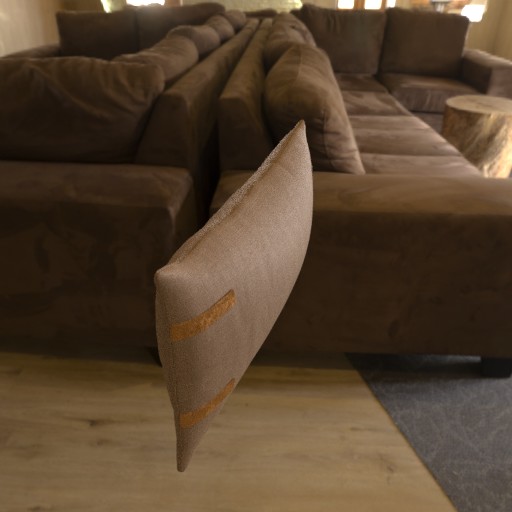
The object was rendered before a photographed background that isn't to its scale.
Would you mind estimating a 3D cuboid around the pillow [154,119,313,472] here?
[{"bbox_3d":[0.000,0.000,0.742,0.148,0.308,0.612,10,33,16],"label":"pillow"}]
